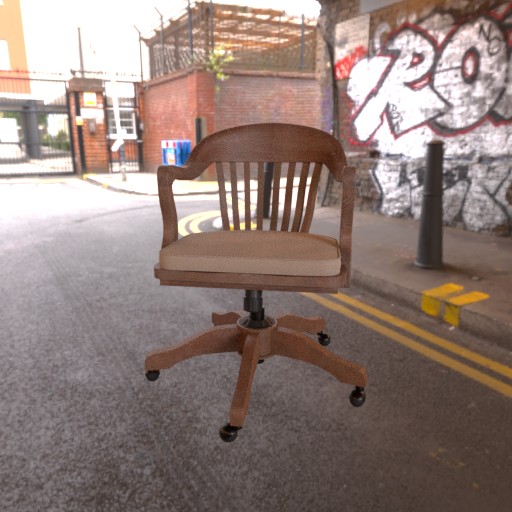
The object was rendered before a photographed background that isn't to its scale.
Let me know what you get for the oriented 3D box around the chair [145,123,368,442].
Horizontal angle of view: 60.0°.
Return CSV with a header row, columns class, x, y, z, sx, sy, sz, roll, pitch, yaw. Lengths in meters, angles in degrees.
class,x,y,z,sx,sy,sz,roll,pitch,yaw
chair,0.000,0.000,1.475,0.750,0.878,0.788,2,15,8
